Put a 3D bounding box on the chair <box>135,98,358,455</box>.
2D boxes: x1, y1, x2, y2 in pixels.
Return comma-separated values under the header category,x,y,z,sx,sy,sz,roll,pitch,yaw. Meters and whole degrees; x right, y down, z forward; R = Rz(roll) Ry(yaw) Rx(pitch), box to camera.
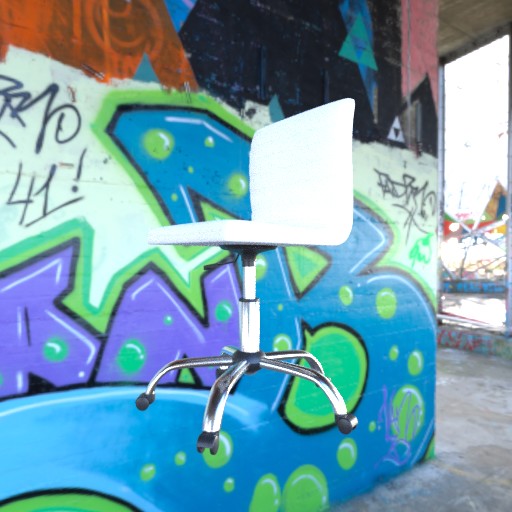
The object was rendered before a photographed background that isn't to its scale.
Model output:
category,x,y,z,sx,sy,sz,roll,pitch,yaw
chair,0.000,0.000,1.149,0.530,0.780,0.556,0,1,-37
